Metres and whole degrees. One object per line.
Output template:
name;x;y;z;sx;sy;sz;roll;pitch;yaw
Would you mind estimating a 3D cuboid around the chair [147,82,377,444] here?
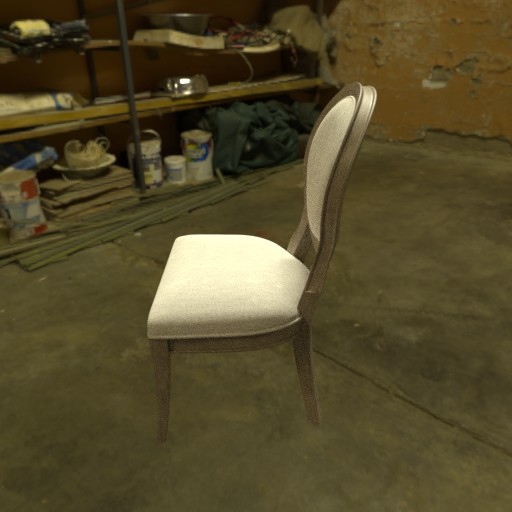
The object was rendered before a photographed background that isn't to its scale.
chair;0.000;0.000;1.354;0.602;0.990;0.558;0;26;-1
